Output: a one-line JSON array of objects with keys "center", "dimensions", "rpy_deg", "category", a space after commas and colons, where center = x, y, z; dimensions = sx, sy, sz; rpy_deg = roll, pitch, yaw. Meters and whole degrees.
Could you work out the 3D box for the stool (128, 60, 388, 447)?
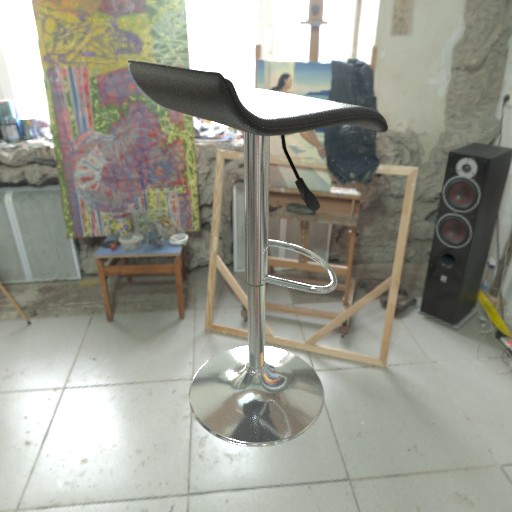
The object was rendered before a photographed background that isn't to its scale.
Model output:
[{"center": [0.000, 0.000, 1.051], "dimensions": [0.381, 0.851, 0.381], "rpy_deg": [-18, 32, -31], "category": "stool"}]
